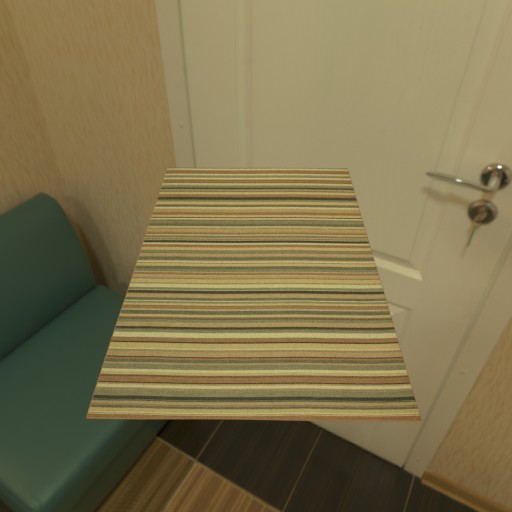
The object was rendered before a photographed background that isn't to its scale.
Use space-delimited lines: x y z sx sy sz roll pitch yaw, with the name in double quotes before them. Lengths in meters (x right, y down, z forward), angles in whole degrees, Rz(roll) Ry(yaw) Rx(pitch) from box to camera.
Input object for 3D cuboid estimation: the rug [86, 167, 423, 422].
"rug" 0.000 0.000 2.296 1.219 0.008 1.829 0 41 0
